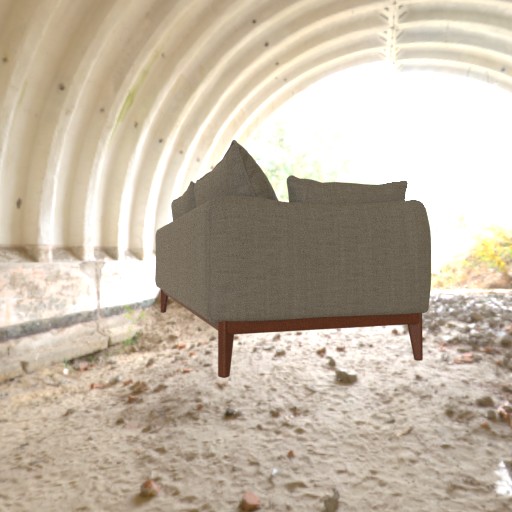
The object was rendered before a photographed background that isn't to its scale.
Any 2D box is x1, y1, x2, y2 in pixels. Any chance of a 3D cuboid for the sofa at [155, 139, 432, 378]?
[{"bbox_3d":[0.000,0.000,2.568,0.972,0.851,1.989,0,0,-18],"label":"sofa"}]
